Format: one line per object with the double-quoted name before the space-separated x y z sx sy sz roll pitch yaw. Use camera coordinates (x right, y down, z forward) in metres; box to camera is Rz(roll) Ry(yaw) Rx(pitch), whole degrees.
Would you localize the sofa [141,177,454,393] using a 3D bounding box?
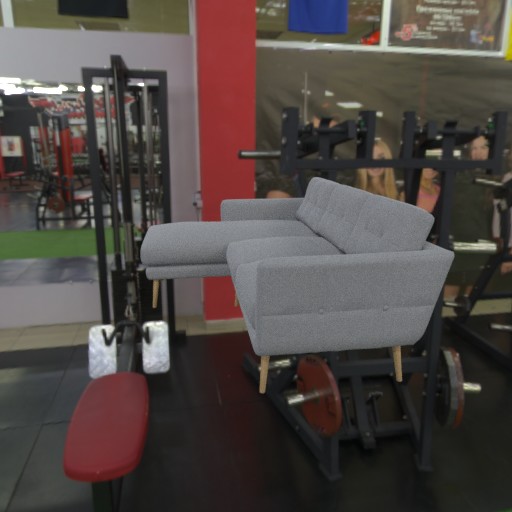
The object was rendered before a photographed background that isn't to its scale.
"sofa" 0.000 0.000 2.881 1.530 0.860 2.040 -2 15 -8
